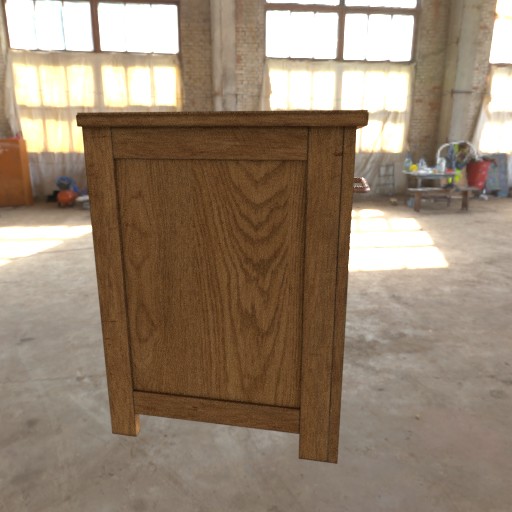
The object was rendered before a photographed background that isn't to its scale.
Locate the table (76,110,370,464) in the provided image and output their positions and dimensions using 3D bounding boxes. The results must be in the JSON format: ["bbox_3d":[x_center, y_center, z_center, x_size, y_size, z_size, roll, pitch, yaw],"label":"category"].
[{"bbox_3d":[0.000,0.000,1.051,0.494,0.625,0.601,3,16,11],"label":"table"}]
